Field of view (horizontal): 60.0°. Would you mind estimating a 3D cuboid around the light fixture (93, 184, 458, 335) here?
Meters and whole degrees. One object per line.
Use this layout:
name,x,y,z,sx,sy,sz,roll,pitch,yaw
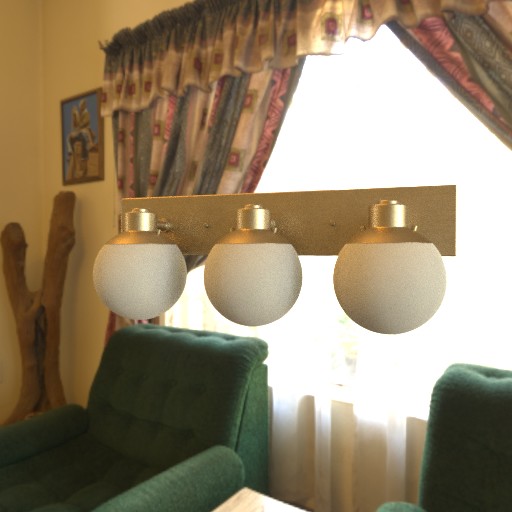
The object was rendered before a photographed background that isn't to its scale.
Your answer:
light fixture,0.000,0.000,0.850,0.721,0.263,0.218,0,1,19
